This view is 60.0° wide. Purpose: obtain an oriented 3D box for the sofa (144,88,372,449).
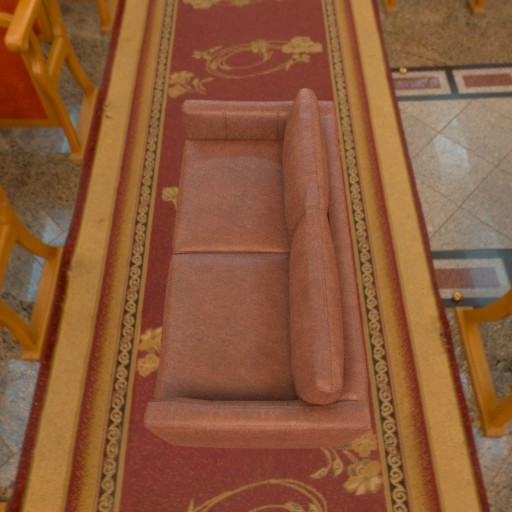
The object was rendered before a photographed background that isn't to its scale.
[{"bbox_3d":[0.000,0.000,2.285,0.899,0.883,1.797,0,61,0],"label":"sofa"}]
